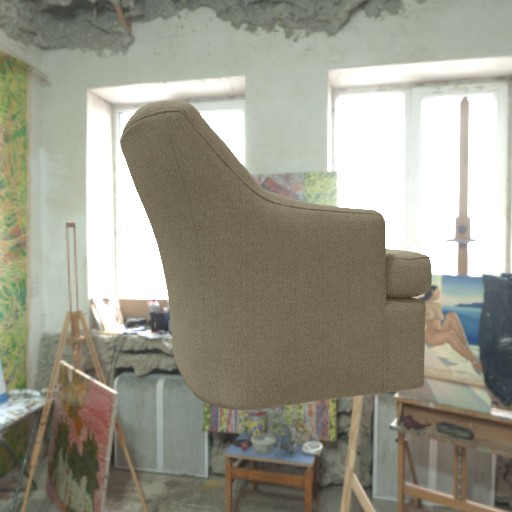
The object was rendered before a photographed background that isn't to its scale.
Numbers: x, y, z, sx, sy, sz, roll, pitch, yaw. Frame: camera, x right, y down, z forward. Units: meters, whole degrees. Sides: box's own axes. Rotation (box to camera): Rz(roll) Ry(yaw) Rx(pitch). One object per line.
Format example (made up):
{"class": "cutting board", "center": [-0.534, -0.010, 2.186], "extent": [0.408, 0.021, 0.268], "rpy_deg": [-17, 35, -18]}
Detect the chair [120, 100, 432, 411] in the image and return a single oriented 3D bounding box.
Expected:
{"class": "chair", "center": [0.000, 0.000, 1.584], "extent": [0.923, 0.856, 0.864], "rpy_deg": [-1, 2, -17]}
